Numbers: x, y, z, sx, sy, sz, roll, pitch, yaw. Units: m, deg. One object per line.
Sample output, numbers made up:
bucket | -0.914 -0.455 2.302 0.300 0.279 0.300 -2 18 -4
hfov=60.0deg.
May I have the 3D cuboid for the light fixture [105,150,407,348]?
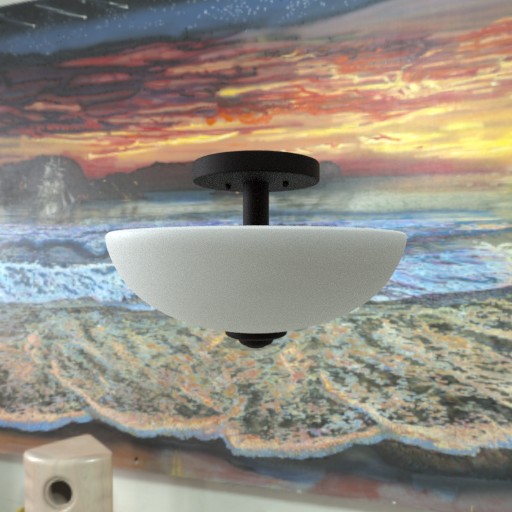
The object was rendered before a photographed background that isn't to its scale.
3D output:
light fixture | 0.000 0.000 0.514 0.331 0.212 0.331 0 0 0
